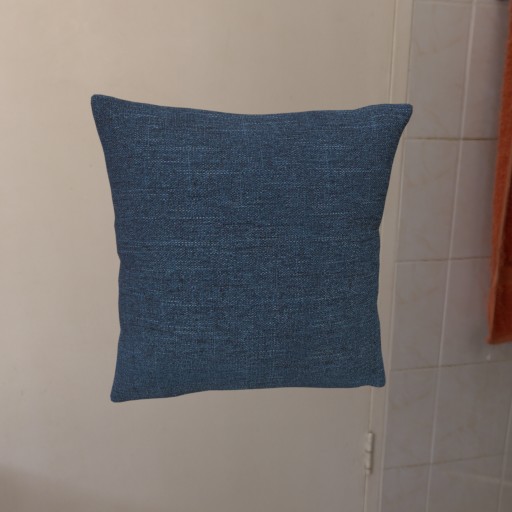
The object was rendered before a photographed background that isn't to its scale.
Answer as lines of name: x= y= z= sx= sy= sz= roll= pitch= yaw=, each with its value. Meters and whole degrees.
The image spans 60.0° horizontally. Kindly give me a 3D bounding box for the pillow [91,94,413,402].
pillow: x=0.000 y=0.000 z=0.643 sx=0.435 sy=0.435 sz=0.159 roll=-2 pitch=13 yaw=-8
